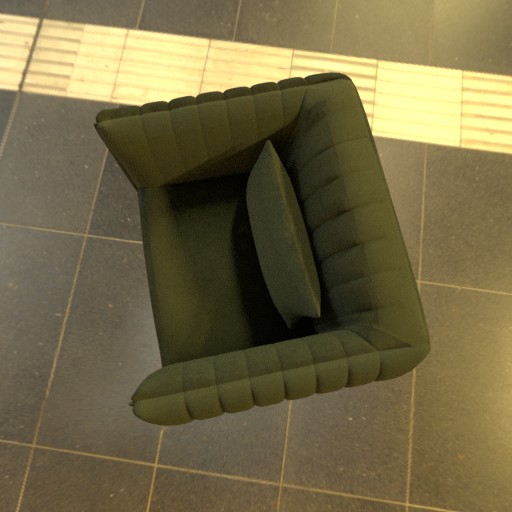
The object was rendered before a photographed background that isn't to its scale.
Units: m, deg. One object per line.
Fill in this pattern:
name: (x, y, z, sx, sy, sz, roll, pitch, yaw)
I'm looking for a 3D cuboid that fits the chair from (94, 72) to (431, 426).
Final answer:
chair: (0.000, 0.000, 1.664, 0.877, 0.794, 1.032, -11, 76, -3)
